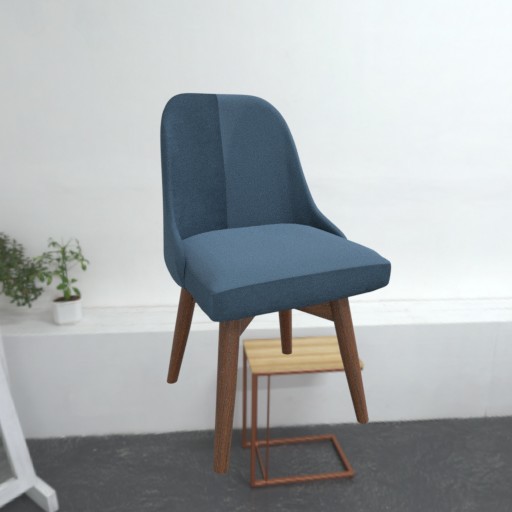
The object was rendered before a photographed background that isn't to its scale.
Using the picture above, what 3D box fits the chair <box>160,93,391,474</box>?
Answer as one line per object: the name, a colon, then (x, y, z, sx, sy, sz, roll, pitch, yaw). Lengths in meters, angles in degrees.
chair: (0.000, 0.000, 1.234, 0.503, 0.882, 0.589, -8, 18, -25)
